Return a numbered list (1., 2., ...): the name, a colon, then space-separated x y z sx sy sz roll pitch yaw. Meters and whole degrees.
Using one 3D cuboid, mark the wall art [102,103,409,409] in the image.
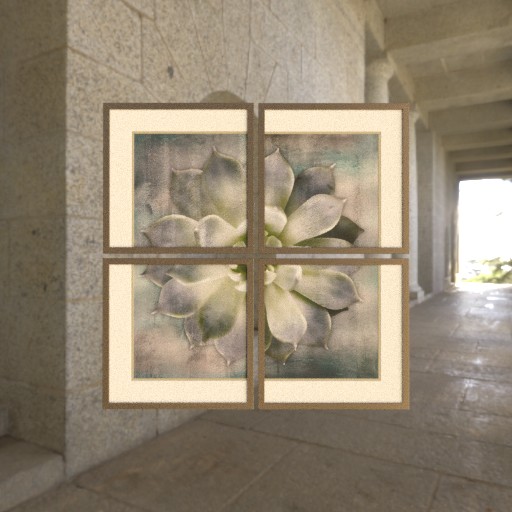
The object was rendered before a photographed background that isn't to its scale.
1. wall art: 0.000 0.000 1.506 1.032 1.032 0.030 0 0 0
